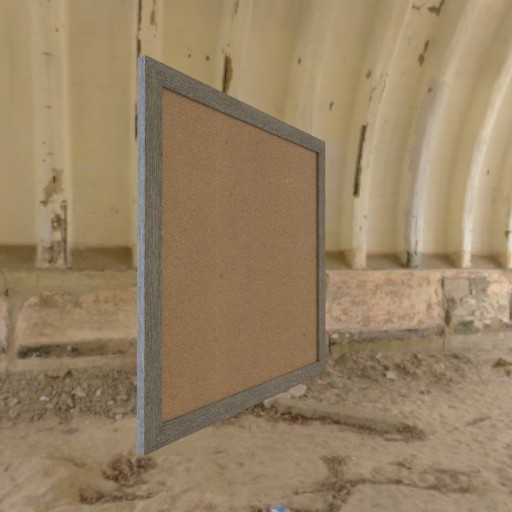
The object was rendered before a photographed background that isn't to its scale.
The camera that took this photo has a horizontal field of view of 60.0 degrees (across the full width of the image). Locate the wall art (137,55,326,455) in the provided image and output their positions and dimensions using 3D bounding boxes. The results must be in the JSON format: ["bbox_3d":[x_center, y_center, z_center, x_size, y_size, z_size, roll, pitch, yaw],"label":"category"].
[{"bbox_3d":[0.000,0.000,1.042,0.020,0.685,0.685,0,-1,35],"label":"wall art"}]
